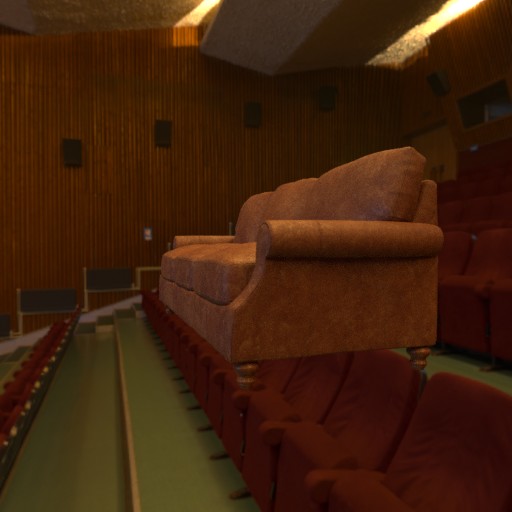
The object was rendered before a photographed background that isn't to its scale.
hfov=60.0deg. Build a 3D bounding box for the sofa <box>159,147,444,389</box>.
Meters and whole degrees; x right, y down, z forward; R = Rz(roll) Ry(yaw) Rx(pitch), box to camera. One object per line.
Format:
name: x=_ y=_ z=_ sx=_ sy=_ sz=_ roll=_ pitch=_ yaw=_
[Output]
sofa: x=0.000 y=0.000 z=2.800 sx=0.973 sy=0.977 sz=2.351 roll=0 pitch=1 yaw=-19
